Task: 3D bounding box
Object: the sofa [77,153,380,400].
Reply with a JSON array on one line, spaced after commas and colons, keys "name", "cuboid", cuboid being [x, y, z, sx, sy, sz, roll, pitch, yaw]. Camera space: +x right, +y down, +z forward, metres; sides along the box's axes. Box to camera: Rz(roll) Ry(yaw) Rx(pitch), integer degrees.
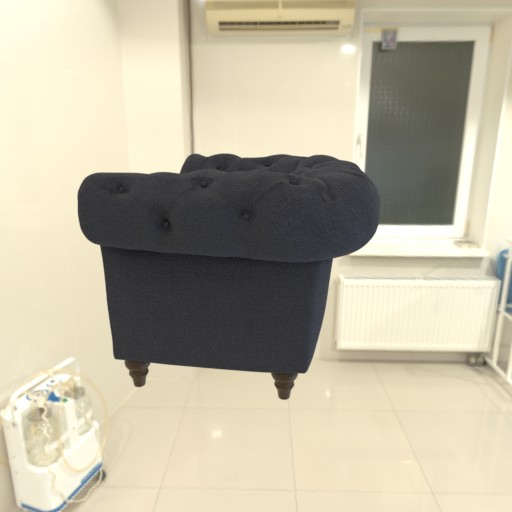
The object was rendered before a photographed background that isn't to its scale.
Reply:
[{"name": "sofa", "cuboid": [0.000, 0.000, 2.040, 1.032, 0.878, 1.405, 2, 16, 8]}]
